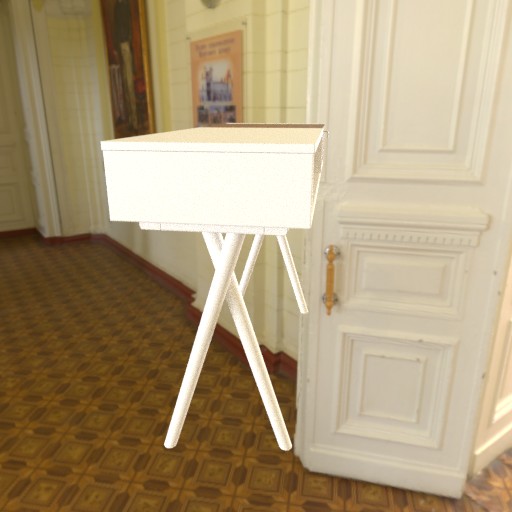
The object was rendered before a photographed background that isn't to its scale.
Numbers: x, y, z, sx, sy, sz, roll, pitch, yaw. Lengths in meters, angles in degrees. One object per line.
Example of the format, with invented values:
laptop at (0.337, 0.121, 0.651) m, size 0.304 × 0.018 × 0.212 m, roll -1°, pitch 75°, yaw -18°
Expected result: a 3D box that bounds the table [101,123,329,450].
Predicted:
table at (0.000, 0.000, 1.424) m, size 0.418 × 0.785 × 1.066 m, roll 3°, pitch 19°, yaw 9°
